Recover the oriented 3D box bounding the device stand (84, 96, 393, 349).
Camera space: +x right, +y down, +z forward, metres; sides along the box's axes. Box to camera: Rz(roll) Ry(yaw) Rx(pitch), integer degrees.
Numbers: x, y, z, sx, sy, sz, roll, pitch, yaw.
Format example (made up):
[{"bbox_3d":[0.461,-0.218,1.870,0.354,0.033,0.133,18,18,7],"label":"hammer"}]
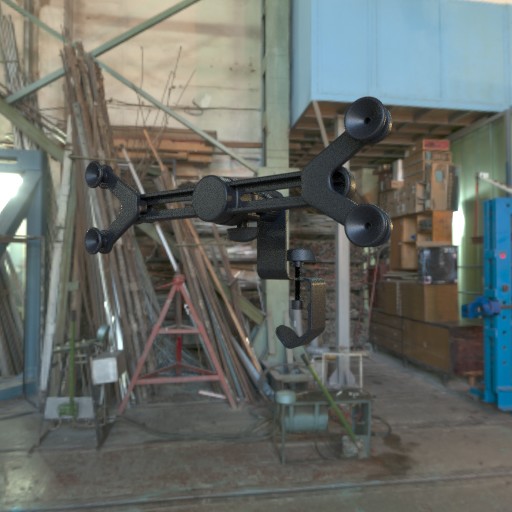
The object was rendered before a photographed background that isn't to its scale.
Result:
[{"bbox_3d":[0.000,0.000,0.366,0.270,0.166,0.142,-1,-2,36],"label":"device stand"}]
